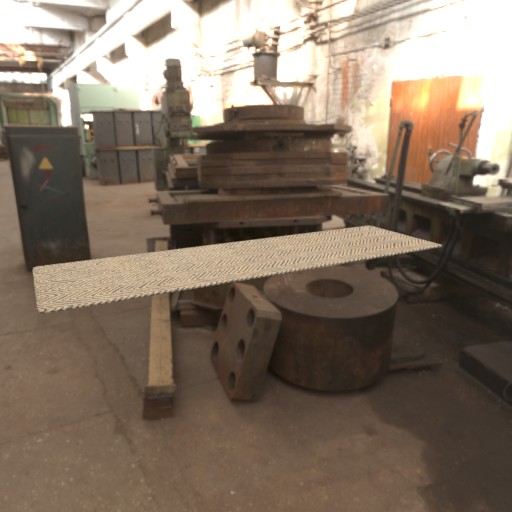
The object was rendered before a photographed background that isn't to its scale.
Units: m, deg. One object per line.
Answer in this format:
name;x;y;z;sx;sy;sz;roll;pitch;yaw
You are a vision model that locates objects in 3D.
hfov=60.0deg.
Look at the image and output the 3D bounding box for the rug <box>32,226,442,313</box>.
rug;0.000;0.000;2.538;2.286;0.008;0.686;-8;18;-26
